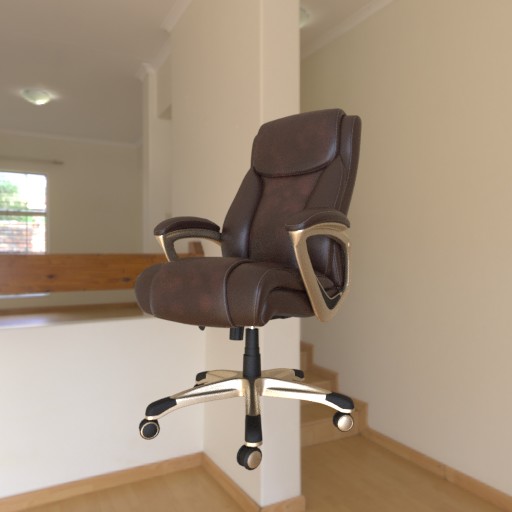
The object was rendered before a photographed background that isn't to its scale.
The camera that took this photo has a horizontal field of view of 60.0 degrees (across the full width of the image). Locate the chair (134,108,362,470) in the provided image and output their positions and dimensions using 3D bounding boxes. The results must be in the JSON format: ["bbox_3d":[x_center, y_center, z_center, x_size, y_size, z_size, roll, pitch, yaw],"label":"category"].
[{"bbox_3d":[0.000,0.000,1.618,0.692,1.194,0.749,0,0,36],"label":"chair"}]
